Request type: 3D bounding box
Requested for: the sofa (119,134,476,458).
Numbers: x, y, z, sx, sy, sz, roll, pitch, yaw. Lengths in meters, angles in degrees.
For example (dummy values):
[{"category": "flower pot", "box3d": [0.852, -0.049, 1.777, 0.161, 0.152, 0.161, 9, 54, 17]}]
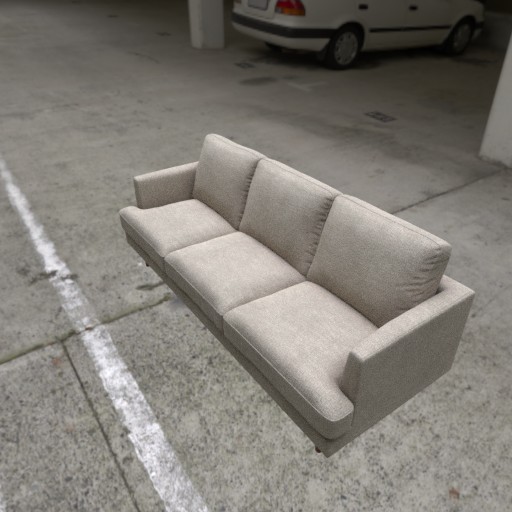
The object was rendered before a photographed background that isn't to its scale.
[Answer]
[{"category": "sofa", "box3d": [0.000, 0.000, 2.665, 0.903, 0.930, 2.246, -21, 38, -29]}]
